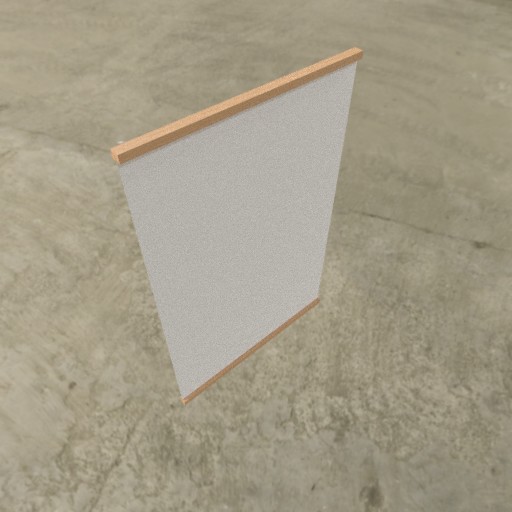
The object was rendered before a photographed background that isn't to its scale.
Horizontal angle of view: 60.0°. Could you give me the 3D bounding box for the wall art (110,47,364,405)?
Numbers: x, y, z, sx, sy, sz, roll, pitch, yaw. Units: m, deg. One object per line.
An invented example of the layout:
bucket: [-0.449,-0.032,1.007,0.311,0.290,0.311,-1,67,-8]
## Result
wall art: [0.000,0.000,0.785,0.401,0.611,0.016,-33,55,-26]
